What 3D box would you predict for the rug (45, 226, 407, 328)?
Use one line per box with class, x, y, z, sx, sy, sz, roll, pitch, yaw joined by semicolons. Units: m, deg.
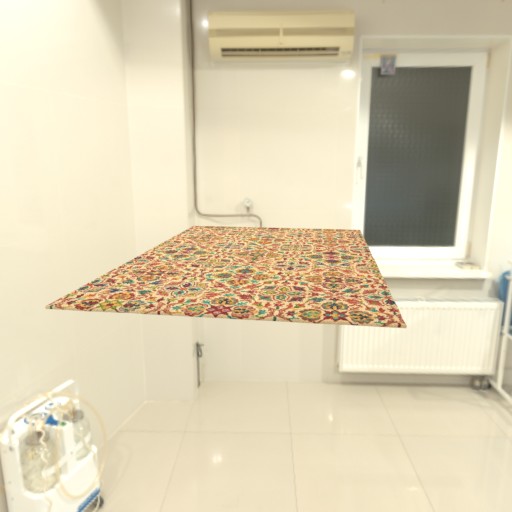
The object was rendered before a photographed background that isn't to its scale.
rug;0.000;0.000;2.352;1.226;0.013;1.838;2;13;8
